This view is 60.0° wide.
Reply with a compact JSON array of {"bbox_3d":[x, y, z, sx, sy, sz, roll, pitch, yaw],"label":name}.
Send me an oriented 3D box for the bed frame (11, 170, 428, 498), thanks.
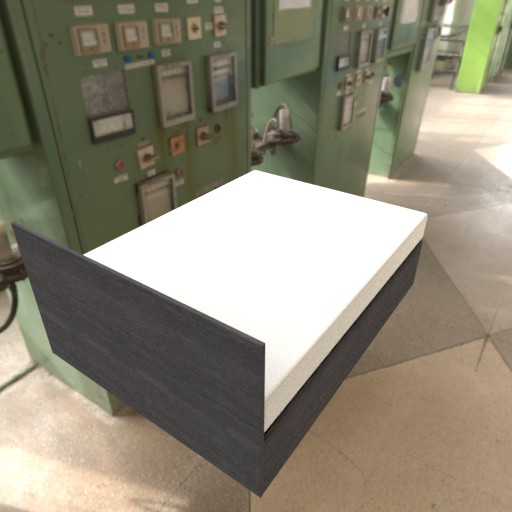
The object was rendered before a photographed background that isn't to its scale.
[{"bbox_3d":[0.000,0.000,2.548,1.400,0.800,1.900,20,37,30],"label":"bed frame"}]
